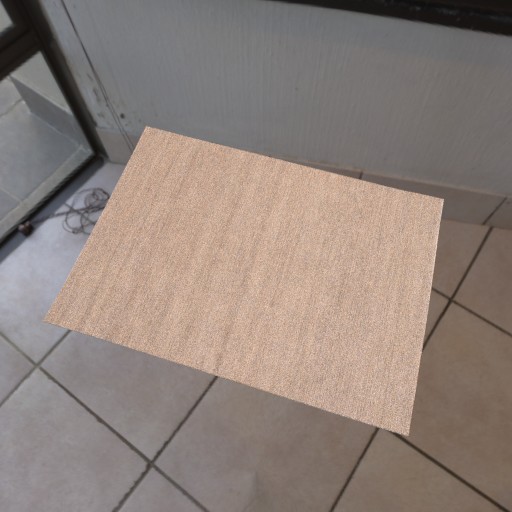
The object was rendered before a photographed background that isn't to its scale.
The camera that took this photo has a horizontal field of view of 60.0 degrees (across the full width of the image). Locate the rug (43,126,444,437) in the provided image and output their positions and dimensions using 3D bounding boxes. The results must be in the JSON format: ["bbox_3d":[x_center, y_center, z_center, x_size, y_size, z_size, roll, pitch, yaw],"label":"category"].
[{"bbox_3d":[0.000,0.000,2.912,2.264,0.030,1.624,16,65,7],"label":"rug"}]
